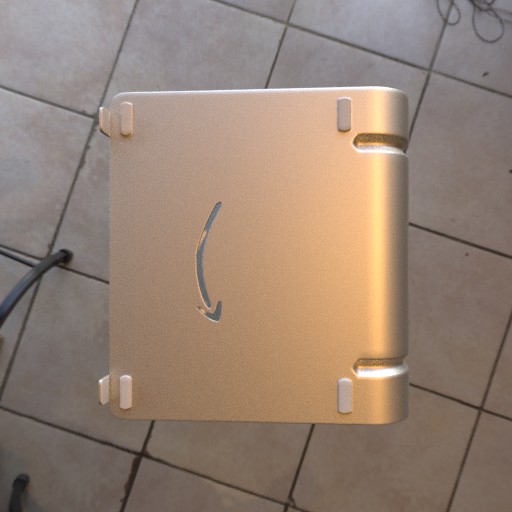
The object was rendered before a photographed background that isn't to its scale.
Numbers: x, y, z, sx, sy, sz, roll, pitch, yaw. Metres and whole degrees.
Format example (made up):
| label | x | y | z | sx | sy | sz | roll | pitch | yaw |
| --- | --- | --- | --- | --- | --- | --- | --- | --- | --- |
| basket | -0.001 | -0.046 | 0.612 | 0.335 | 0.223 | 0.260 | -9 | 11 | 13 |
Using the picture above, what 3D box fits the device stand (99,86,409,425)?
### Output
| label | x | y | z | sx | sy | sz | roll | pitch | yaw |
| --- | --- | --- | --- | --- | --- | --- | --- | --- | --- |
| device stand | 0.000 | 0.000 | 0.389 | 0.236 | 0.155 | 0.256 | 0 | 90 | 1 |
